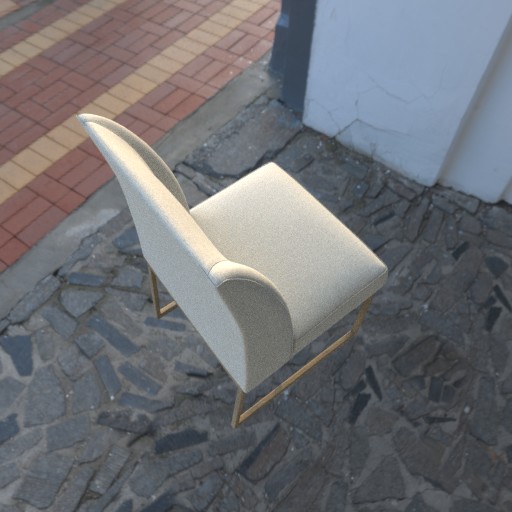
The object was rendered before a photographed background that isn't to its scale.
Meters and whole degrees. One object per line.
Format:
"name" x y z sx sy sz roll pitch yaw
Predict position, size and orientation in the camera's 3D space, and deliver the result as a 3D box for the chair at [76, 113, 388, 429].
"chair" 0.000 0.000 1.169 0.522 0.863 0.508 -32 63 -19
